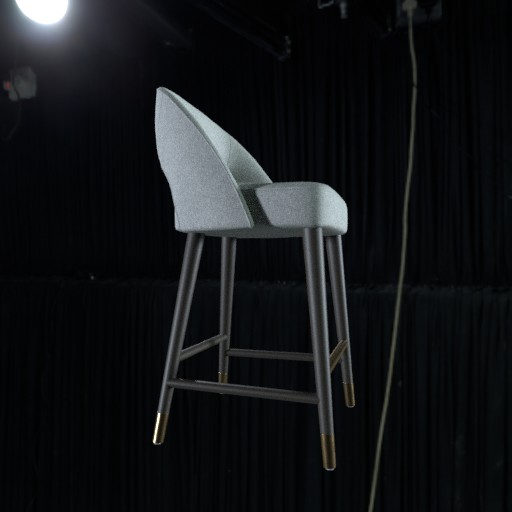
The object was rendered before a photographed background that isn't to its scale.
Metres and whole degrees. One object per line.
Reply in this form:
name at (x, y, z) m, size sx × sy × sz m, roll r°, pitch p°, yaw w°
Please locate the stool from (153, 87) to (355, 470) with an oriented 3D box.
stool at (0.000, 0.000, 1.259) m, size 0.509 × 0.940 × 0.494 m, roll 0°, pitch 0°, yaw 18°
